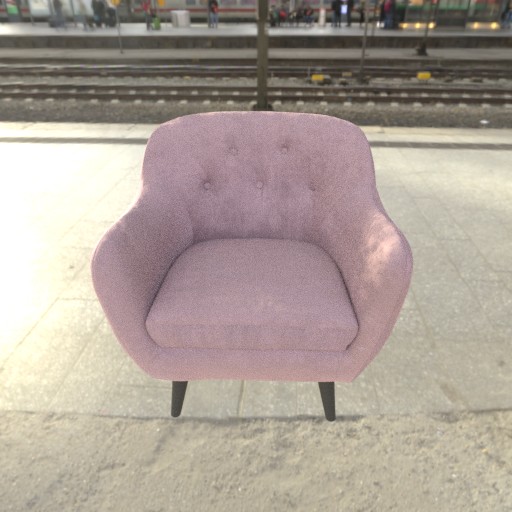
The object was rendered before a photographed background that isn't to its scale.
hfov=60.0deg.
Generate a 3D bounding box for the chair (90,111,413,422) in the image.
[{"bbox_3d":[0.000,0.000,1.525,0.840,0.820,0.820,1,30,2],"label":"chair"}]
